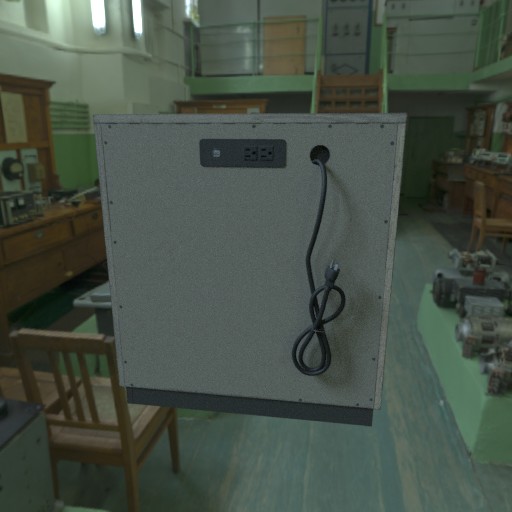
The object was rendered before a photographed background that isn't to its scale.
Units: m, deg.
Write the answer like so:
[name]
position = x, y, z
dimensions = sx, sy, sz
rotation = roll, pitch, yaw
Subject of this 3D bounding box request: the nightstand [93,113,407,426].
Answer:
[nightstand]
position = 0.000, 0.000, 1.114
dimensions = 0.612, 0.673, 0.483
rotation = 2, 17, 8
